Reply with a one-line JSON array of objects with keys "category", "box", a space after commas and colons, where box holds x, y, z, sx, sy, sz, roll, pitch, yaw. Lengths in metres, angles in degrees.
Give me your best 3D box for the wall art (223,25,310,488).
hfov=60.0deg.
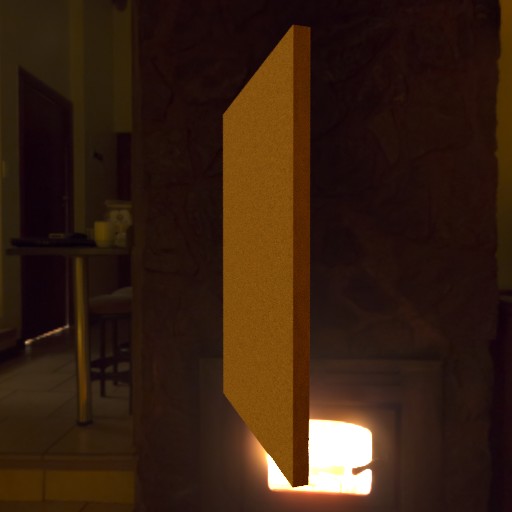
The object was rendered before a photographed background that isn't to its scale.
[{"category": "wall art", "box": [0.000, 0.000, 1.170, 0.037, 0.914, 0.610, 0, 1, -17]}]
